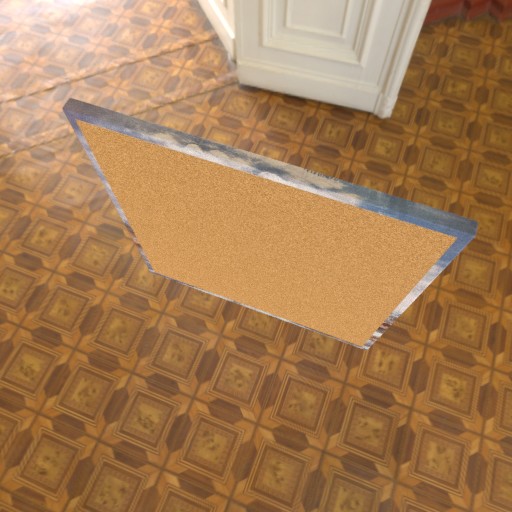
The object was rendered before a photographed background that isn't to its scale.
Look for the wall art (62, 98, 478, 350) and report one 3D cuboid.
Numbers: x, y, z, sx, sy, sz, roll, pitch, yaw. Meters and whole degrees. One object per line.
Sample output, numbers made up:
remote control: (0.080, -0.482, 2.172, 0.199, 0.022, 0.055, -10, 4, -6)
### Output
wall art: (0.000, 0.000, 1.481, 1.010, 1.020, 0.040, 19, 66, 9)
